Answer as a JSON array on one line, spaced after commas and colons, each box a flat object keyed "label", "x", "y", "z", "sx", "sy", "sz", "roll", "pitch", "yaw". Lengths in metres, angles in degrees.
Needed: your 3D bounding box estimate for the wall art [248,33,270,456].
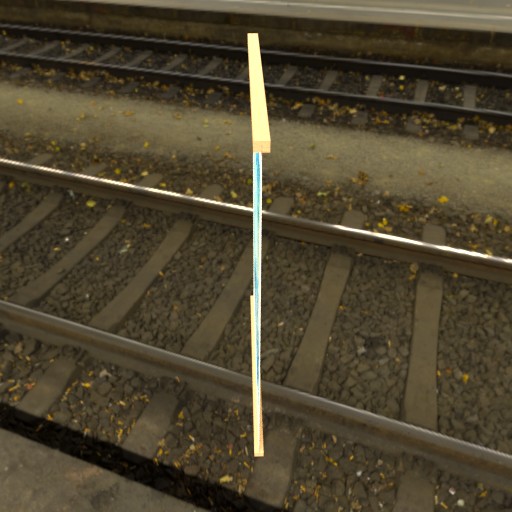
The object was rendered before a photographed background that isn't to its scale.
[{"label": "wall art", "x": 0.000, "y": 0.000, "z": 1.276, "sx": 0.027, "sy": 1.020, "sz": 0.669, "roll": -1, "pitch": 40, "yaw": -1}]
